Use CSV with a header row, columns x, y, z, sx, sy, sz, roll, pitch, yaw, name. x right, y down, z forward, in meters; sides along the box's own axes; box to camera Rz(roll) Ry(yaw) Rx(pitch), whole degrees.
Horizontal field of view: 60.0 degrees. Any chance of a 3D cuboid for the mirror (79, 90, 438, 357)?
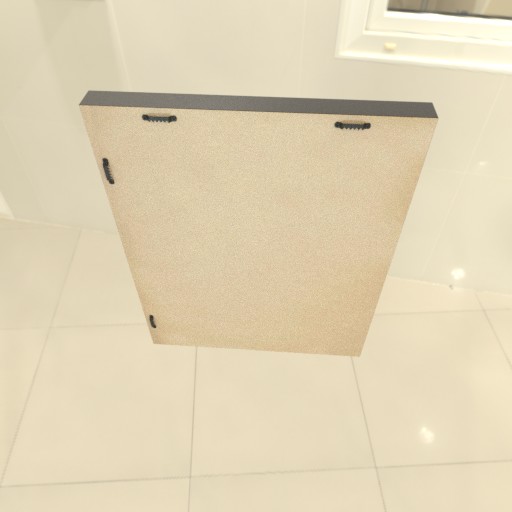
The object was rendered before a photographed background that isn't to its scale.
x,y,z,sx,sy,sz,roll,pitch,yaw,name
0.000,0.000,0.693,0.405,0.508,0.041,3,47,3,mirror
